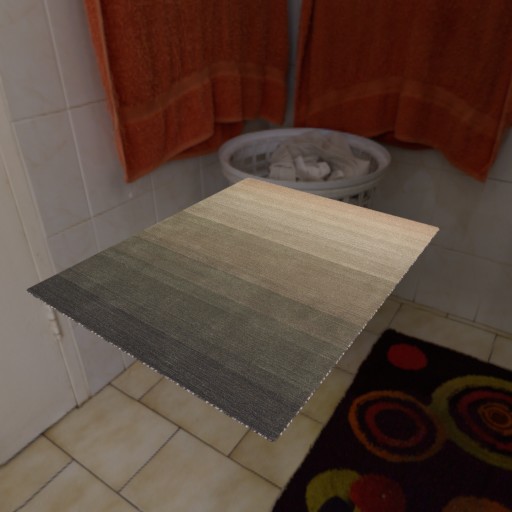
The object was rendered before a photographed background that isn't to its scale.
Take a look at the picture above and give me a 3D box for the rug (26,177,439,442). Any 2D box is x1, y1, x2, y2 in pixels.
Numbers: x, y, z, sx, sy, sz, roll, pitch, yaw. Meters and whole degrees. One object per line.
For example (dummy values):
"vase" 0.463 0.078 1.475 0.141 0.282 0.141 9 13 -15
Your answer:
"rug" 0.000 0.000 3.846 2.305 0.017 2.902 20 37 30
